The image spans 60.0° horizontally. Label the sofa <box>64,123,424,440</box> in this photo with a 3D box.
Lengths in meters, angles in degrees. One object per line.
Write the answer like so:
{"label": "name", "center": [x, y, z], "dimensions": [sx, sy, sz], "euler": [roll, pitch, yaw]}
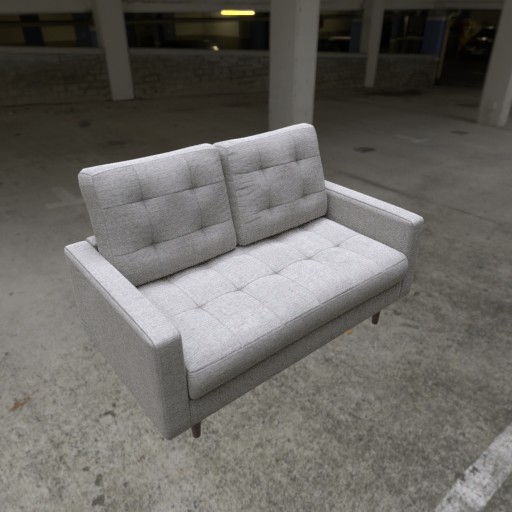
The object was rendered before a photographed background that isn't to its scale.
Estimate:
{"label": "sofa", "center": [0.000, 0.000, 1.983], "dimensions": [1.407, 0.907, 0.842], "euler": [-22, 36, -33]}
